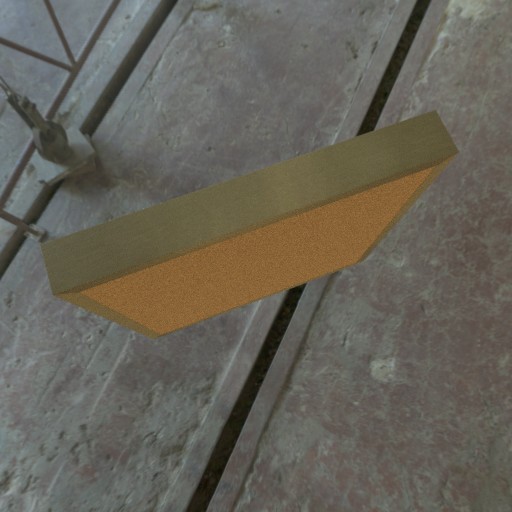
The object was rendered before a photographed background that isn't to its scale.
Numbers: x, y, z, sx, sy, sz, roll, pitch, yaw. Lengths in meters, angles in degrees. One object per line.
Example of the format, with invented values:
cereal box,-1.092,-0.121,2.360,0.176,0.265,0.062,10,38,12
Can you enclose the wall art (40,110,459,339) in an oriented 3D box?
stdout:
wall art,0.000,0.000,0.462,0.304,0.305,0.038,-20,75,-6
